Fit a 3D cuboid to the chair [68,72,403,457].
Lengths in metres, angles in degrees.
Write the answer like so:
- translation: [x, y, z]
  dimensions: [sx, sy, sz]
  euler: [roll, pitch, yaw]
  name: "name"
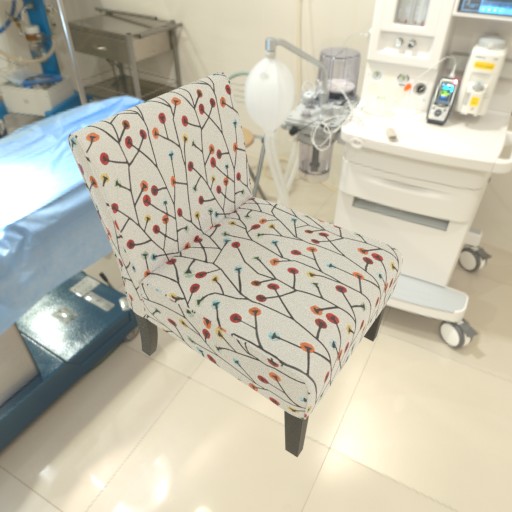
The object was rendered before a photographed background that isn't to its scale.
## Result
- translation: [0.000, 0.000, 1.342]
  dimensions: [0.732, 0.813, 0.597]
  euler: [25, 46, 27]
  name: "chair"
